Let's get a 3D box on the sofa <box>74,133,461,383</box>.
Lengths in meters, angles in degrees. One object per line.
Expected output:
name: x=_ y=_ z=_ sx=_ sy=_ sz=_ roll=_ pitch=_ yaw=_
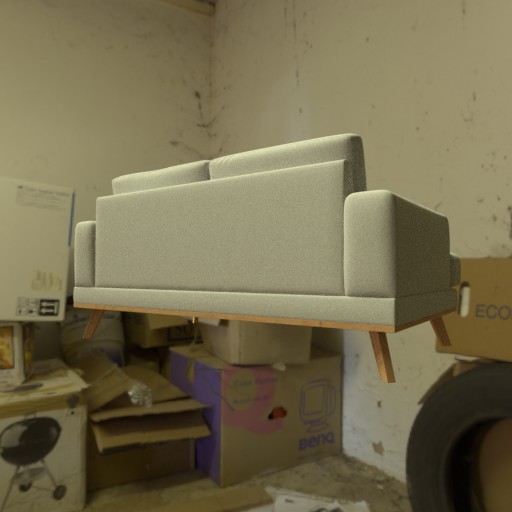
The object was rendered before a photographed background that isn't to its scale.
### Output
sofa: x=0.000 y=0.000 z=2.109 sx=1.651 sy=0.810 sz=0.915 roll=-1 pitch=-2 yaw=35
